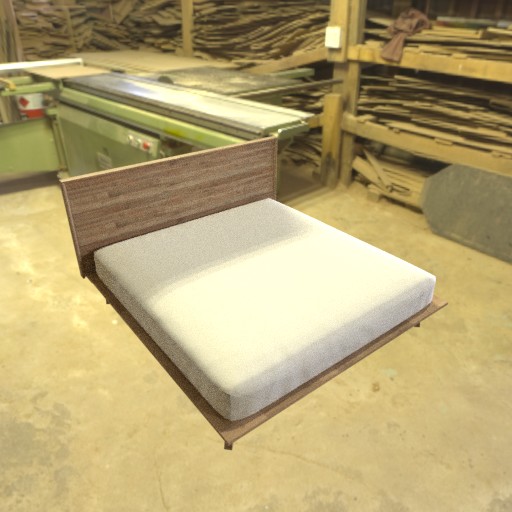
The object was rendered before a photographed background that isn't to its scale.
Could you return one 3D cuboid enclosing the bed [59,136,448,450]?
[{"bbox_3d":[0.000,0.000,3.457,2.116,1.100,2.167,-21,36,-32],"label":"bed"}]
